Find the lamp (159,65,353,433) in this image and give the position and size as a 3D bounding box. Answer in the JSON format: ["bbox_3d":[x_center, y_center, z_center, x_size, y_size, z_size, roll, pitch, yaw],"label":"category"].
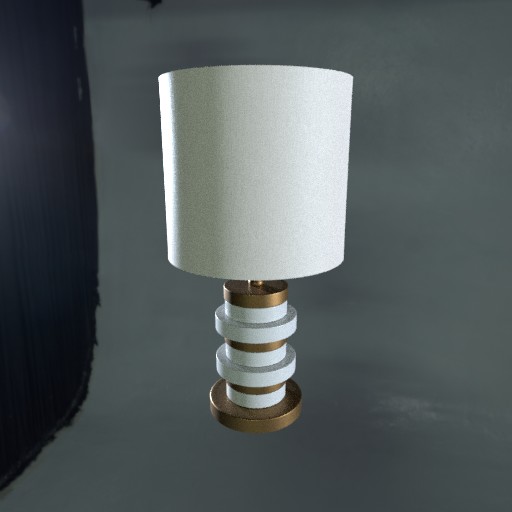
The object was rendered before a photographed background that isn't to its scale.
[{"bbox_3d":[0.000,0.000,0.540,0.210,0.410,0.210,3,15,10],"label":"lamp"}]
